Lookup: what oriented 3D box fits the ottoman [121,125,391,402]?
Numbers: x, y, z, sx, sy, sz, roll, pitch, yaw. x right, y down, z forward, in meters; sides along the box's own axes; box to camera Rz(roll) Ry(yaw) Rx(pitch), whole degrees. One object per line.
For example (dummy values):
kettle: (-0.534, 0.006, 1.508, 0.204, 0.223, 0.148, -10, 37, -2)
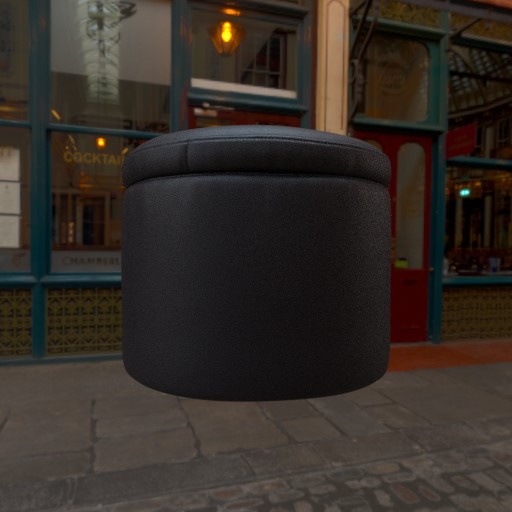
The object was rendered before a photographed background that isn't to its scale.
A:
ottoman: (0.000, 0.000, 0.861, 0.501, 0.409, 0.501, 0, 1, 0)
